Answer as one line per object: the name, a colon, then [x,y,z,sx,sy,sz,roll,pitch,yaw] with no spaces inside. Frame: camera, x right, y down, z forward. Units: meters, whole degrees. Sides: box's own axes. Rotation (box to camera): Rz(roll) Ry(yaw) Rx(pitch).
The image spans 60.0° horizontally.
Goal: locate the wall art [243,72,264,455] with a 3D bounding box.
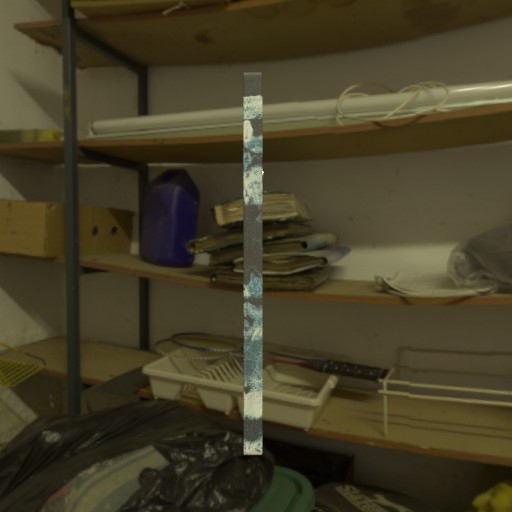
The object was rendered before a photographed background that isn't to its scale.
wall art: [0.000,0.000,1.931,0.055,1.017,1.524,0,2,0]
